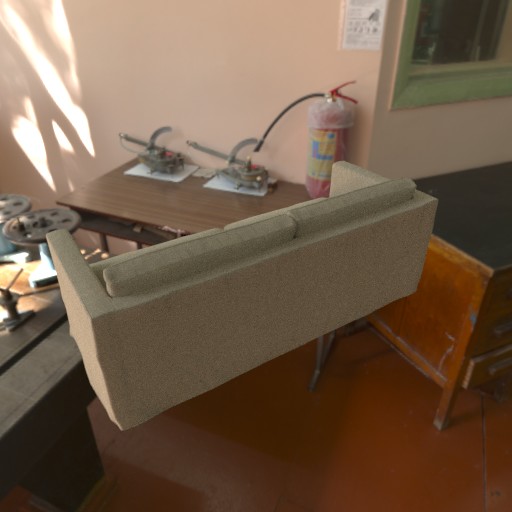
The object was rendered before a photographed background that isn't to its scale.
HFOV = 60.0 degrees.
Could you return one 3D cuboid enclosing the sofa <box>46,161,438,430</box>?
[{"bbox_3d":[0.000,0.000,2.842,2.296,0.847,0.956,-19,36,-28],"label":"sofa"}]
